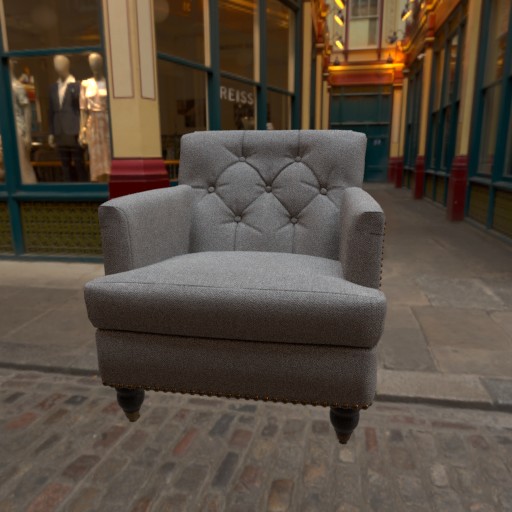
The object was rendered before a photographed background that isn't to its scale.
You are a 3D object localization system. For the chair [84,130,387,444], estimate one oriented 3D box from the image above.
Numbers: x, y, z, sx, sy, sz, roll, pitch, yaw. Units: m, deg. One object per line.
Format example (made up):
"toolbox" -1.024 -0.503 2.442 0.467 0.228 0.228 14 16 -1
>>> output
"chair" 0.000 0.000 1.445 0.737 0.823 0.902 2 14 9
